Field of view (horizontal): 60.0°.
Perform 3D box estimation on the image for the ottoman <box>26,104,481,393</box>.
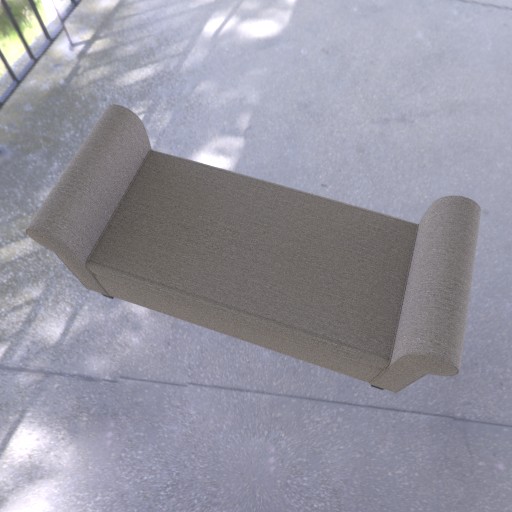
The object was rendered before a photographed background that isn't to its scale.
[{"bbox_3d":[0.000,0.000,1.507,1.256,0.547,0.521,17,65,8],"label":"ottoman"}]
